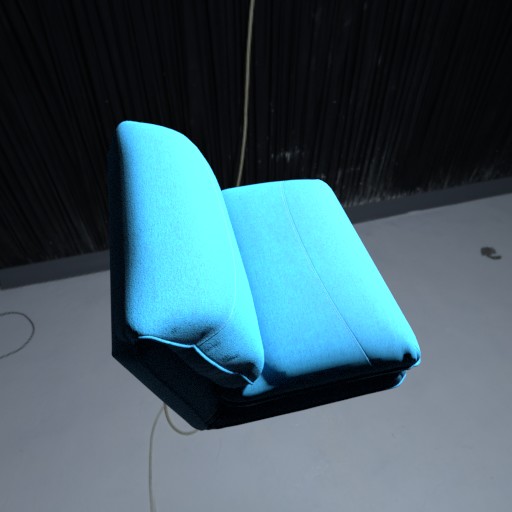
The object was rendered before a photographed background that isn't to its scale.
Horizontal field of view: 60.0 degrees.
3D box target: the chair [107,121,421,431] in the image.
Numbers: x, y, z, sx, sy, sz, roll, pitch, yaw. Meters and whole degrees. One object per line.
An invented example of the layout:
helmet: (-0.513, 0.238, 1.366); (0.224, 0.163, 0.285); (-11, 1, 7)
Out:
chair: (0.000, 0.000, 1.336); (0.780, 0.580, 0.820); (-10, 48, -9)
